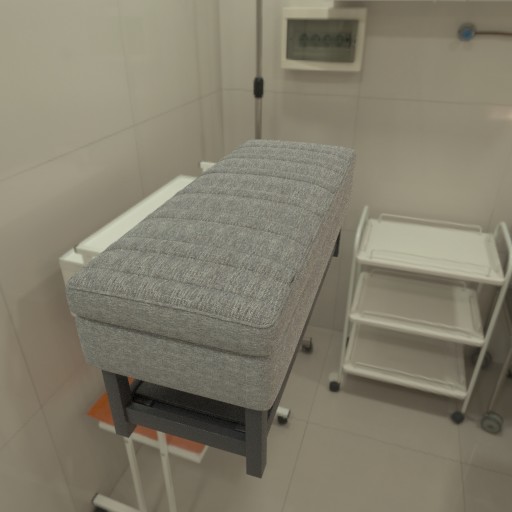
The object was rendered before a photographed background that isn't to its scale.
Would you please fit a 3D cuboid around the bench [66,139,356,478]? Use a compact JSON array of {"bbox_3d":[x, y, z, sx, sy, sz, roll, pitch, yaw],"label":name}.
[{"bbox_3d":[0.000,0.000,1.311,0.429,0.470,1.100,9,31,16],"label":"bench"}]
